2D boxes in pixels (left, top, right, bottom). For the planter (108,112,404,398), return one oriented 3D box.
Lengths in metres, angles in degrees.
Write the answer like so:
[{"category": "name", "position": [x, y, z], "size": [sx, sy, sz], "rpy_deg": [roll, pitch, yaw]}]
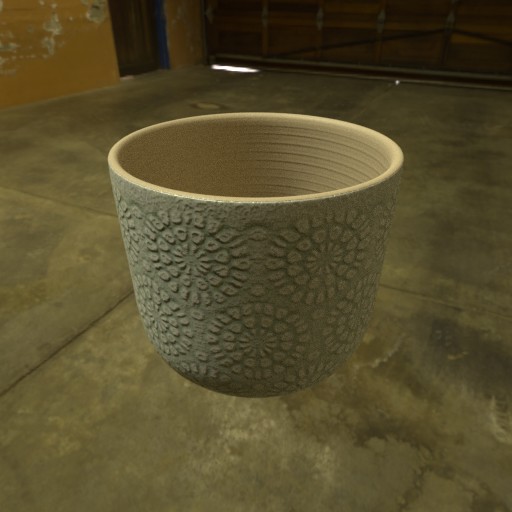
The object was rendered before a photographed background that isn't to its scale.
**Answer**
[{"category": "planter", "position": [0.000, 0.000, 0.301], "size": [0.169, 0.153, 0.169], "rpy_deg": [0, 30, 0]}]
